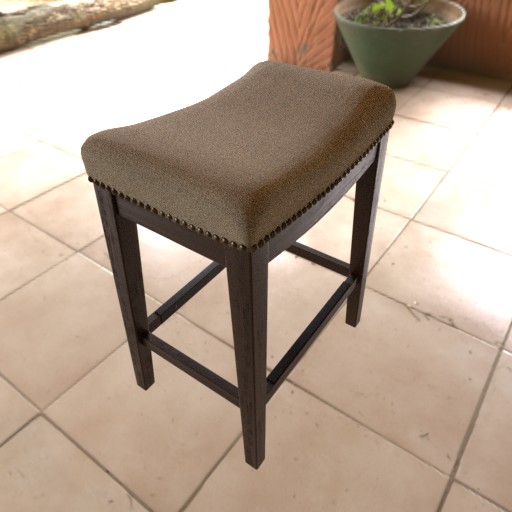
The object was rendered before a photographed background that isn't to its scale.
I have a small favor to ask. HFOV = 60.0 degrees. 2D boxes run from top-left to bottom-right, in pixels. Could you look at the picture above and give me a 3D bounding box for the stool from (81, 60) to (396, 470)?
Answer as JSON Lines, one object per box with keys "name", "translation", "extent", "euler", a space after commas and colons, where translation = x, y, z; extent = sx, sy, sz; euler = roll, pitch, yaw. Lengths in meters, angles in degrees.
{"name": "stool", "translation": [0.000, 0.000, 0.961], "extent": [0.363, 0.669, 0.509], "euler": [25, 46, 26]}
